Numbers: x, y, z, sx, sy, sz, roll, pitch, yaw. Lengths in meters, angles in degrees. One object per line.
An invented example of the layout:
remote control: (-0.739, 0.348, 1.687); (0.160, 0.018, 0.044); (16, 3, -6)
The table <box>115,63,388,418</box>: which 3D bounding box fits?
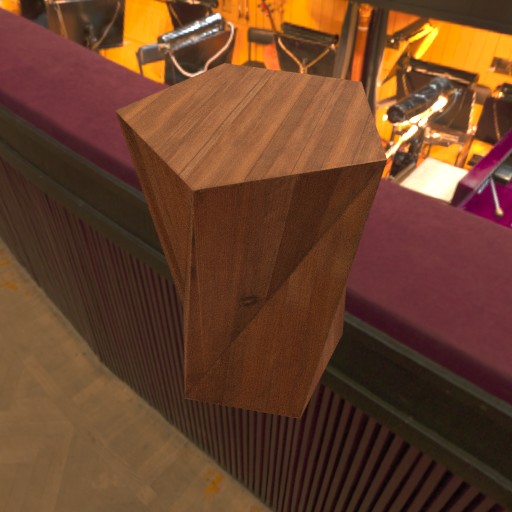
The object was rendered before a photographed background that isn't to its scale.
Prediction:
table: (0.000, 0.000, 0.890); (0.441, 0.604, 0.425); (30, 51, 28)
